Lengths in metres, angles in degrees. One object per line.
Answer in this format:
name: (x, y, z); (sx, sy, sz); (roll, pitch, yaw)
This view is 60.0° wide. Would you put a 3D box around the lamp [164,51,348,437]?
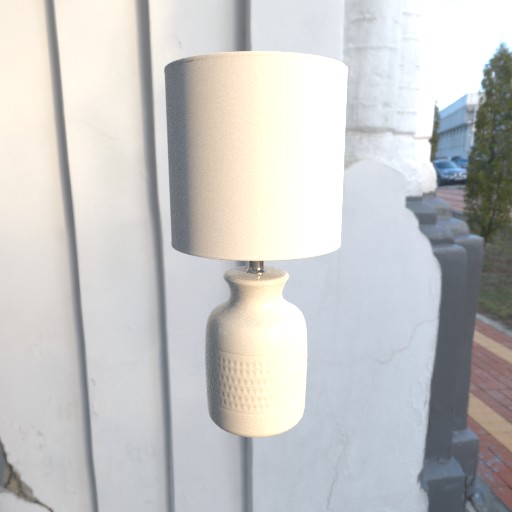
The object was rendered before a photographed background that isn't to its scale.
lamp: (0.000, 0.000, 0.504); (0.188, 0.392, 0.188); (2, 13, 8)
